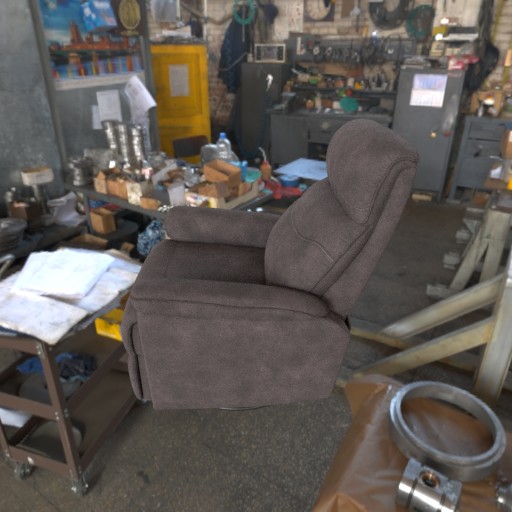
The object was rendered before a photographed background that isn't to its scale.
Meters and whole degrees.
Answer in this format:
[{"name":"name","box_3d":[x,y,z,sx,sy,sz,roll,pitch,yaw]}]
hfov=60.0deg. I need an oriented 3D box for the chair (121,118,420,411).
[{"name":"chair","box_3d":[0.000,0.000,1.792,1.009,1.035,0.830,0,27,-1]}]
